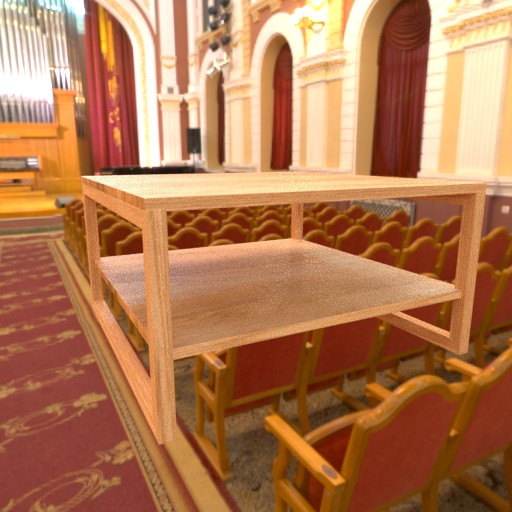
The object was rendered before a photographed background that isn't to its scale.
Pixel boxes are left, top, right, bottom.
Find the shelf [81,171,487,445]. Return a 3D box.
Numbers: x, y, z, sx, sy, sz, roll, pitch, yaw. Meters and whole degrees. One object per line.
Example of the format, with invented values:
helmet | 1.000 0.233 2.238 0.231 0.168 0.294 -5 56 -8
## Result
shelf | 0.000 0.000 1.402 0.899 0.480 0.899 -7 14 -27
